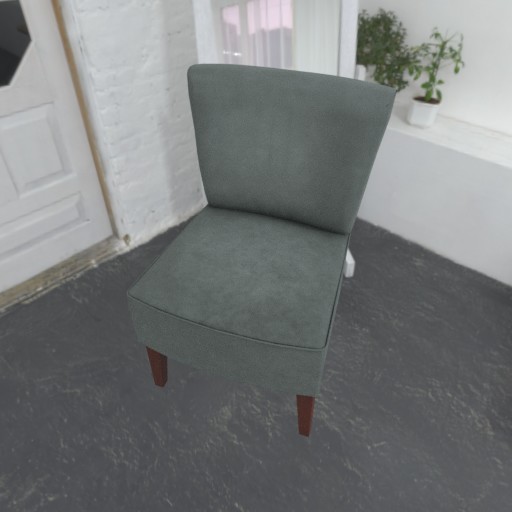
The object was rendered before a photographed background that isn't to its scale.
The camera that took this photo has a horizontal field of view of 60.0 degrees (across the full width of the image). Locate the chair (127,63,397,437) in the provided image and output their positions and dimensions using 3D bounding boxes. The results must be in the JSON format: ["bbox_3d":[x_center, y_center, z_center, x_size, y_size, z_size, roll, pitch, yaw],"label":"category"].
[{"bbox_3d":[0.000,0.000,1.178,0.521,0.806,0.554,13,43,15],"label":"chair"}]
